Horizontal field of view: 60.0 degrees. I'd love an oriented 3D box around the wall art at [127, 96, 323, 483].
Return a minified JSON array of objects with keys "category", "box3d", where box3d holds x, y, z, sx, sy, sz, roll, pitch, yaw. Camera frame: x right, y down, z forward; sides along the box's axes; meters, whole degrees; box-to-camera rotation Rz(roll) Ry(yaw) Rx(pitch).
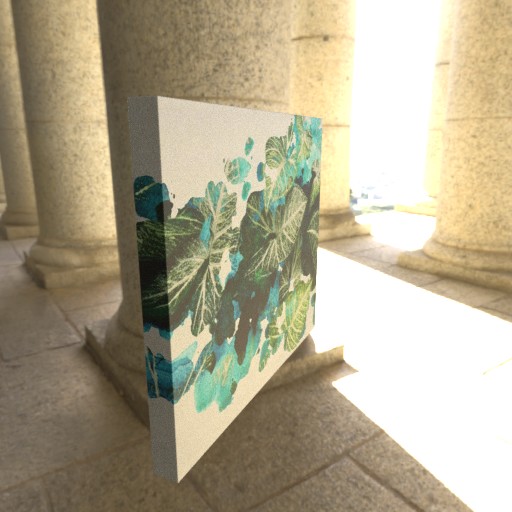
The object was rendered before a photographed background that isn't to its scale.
[{"category":"wall art","box3d":[0.000,0.000,0.700,0.041,0.435,0.507,7,16,25]}]
